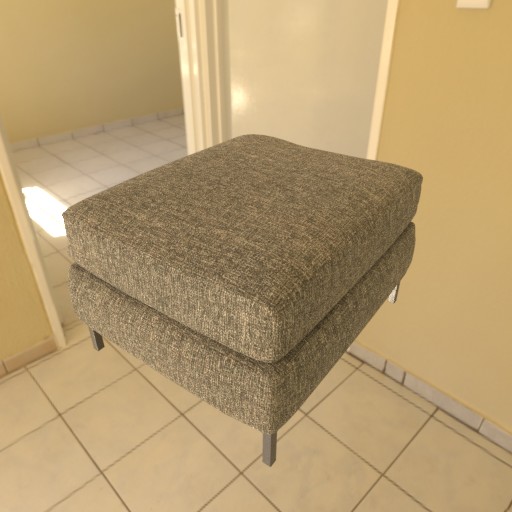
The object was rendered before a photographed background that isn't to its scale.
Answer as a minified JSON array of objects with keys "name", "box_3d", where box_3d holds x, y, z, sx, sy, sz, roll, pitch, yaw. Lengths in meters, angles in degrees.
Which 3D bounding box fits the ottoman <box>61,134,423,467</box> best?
[{"name":"ottoman","box_3d":[0.000,0.000,1.241,0.683,0.480,0.828,21,38,30]}]
